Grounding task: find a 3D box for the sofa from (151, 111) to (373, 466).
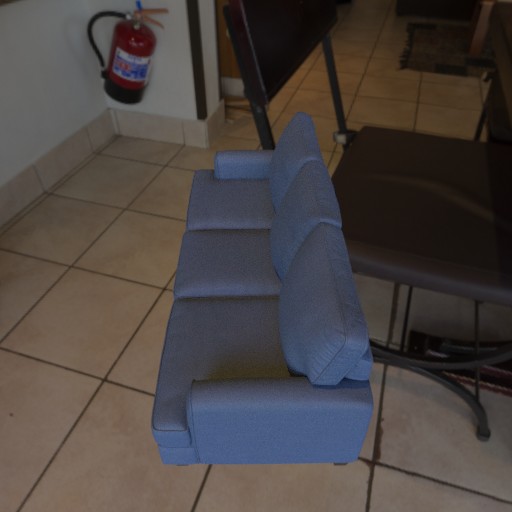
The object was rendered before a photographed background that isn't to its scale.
[{"bbox_3d":[0.000,0.000,2.635,0.951,0.965,2.158,-1,41,-1],"label":"sofa"}]
